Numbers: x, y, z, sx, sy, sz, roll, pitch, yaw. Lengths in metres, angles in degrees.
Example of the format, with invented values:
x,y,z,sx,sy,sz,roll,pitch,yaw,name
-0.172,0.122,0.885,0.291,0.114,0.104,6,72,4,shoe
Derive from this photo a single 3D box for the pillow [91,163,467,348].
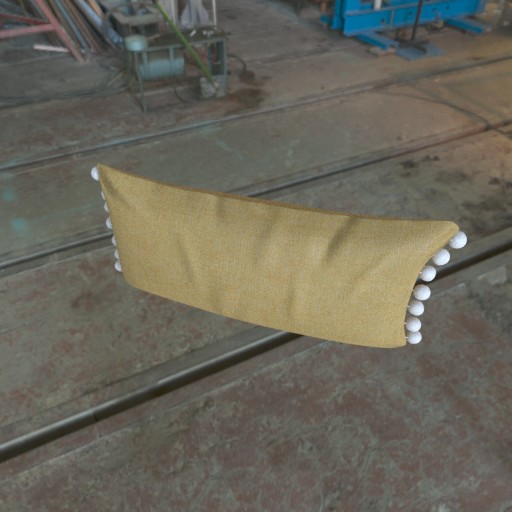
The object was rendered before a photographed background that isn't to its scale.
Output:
x,y,z,sx,sy,sz,roll,pitch,yaw,name
0.000,0.000,0.871,0.709,0.322,0.201,12,44,13,pillow
